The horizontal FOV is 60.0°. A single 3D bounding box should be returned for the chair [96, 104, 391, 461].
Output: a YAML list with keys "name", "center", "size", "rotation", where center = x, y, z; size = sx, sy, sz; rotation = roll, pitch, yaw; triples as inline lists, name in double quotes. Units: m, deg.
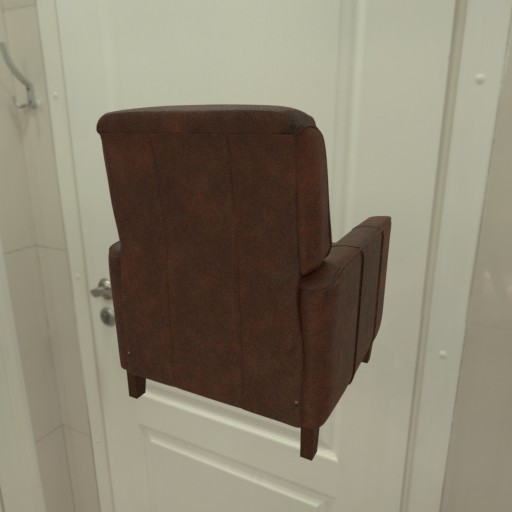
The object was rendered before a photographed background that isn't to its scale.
- name: "chair"
  center: [0.000, 0.000, 1.659]
  size: [0.843, 1.043, 0.836]
  rotation: [8, 18, 26]
